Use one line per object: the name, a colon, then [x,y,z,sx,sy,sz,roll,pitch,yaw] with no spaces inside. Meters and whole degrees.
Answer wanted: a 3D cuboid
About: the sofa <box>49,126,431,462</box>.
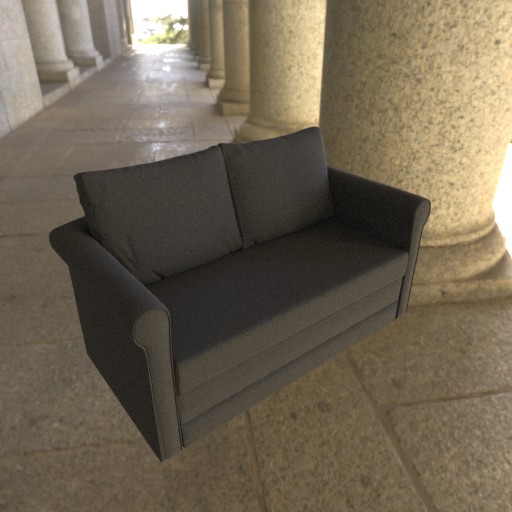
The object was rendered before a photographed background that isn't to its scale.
sofa: [0.000,0.000,1.935,1.460,0.872,0.741,-21,35,-33]
